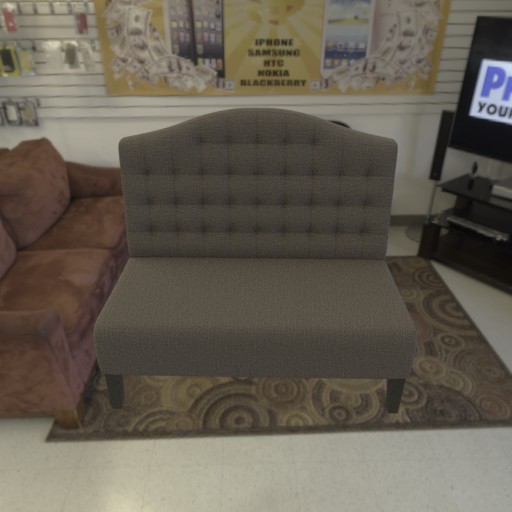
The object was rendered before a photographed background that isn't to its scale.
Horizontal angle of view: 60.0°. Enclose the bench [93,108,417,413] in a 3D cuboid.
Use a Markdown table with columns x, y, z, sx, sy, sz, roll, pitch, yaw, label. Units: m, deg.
| x | y | z | sx | sy | sz | roll | pitch | yaw | label |
| --- | --- | --- | --- | --- | --- | --- | --- | --- | --- |
| 0.000 | 0.000 | 2.051 | 1.335 | 1.180 | 0.815 | 1 | 30 | 1 | bench |
